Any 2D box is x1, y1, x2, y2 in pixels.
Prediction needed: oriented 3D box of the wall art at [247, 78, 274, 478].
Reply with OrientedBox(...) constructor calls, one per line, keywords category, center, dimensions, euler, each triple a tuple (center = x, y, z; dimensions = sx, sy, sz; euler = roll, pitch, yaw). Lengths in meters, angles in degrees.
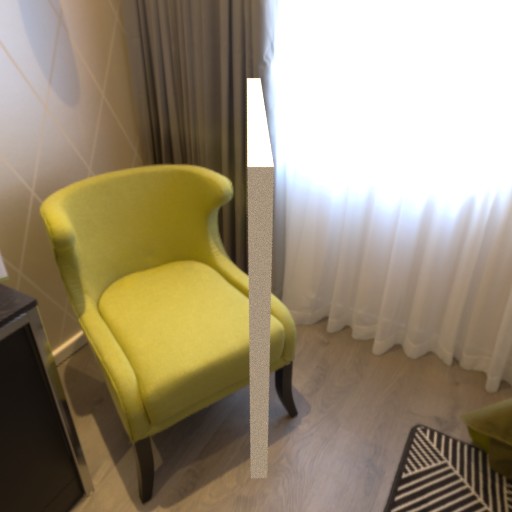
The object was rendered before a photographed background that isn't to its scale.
OrientedBox(category="wall art", center=(0.000, 0.000, 0.861), dimensions=(0.028, 0.559, 0.559), euler=(-1, 31, -1))
